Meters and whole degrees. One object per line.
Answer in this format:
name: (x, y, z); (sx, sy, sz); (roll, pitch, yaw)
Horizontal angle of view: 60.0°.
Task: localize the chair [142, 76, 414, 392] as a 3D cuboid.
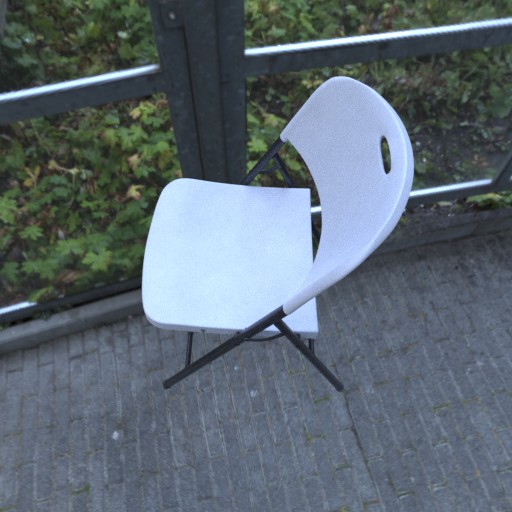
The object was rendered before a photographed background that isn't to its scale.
chair: (0.000, 0.000, 1.147); (0.566, 0.810, 0.494); (1, 59, 0)
